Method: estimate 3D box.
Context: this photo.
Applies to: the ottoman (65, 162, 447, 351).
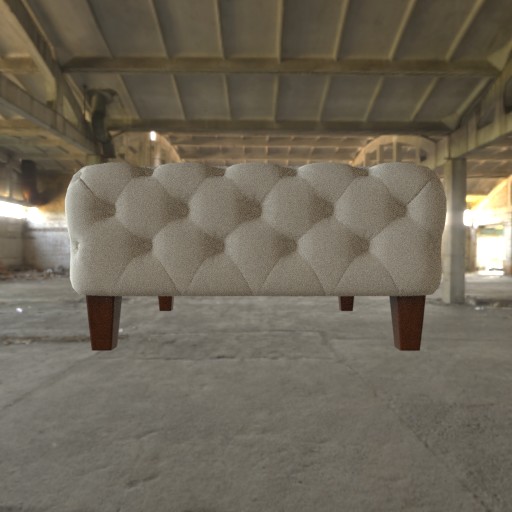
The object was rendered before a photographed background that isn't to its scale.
[{"bbox_3d":[0.000,0.000,1.210,0.755,0.376,0.753,0,0,0],"label":"ottoman"}]
